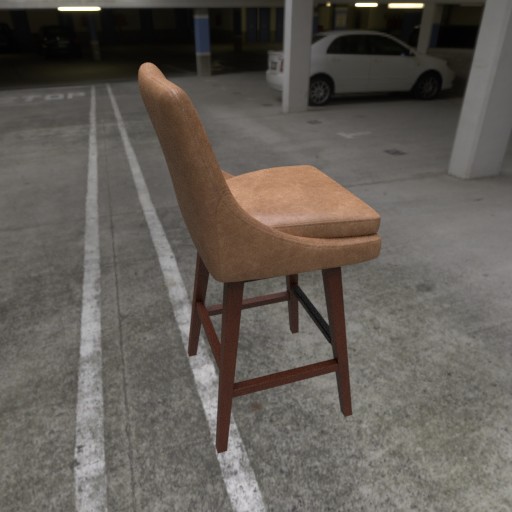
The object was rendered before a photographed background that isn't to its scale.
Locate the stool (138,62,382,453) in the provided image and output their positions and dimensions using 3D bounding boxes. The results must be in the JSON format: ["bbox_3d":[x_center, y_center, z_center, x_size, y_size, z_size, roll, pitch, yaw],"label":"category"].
[{"bbox_3d":[0.000,0.000,1.367,0.572,1.079,0.487,-10,31,-16],"label":"stool"}]
